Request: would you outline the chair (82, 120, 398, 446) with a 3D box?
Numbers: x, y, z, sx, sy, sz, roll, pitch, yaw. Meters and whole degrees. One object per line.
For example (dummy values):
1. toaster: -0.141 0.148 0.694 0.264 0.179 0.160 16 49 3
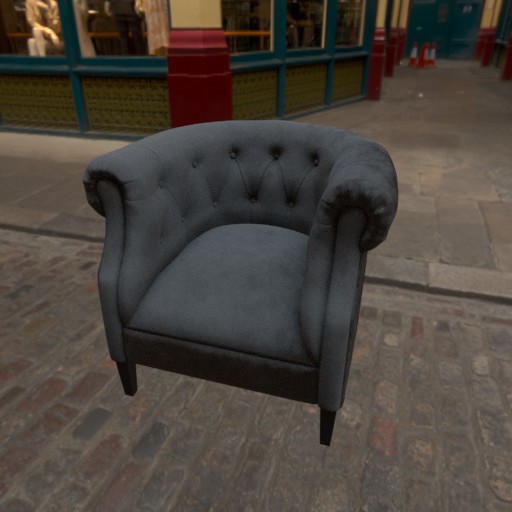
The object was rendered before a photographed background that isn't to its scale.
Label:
1. chair: 0.000 0.000 1.597 0.904 0.826 0.851 8 29 15
